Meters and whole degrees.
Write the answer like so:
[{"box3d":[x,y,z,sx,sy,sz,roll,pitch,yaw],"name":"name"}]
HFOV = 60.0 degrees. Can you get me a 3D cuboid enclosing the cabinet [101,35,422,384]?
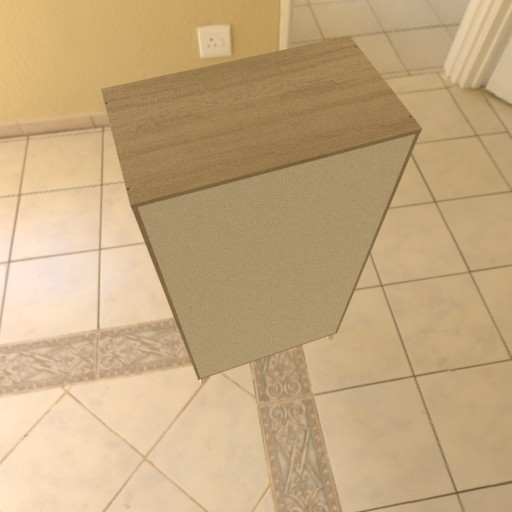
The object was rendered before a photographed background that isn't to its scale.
[{"box3d":[0.000,0.000,2.422,1.006,1.999,0.571,-17,60,-10],"name":"cabinet"}]
